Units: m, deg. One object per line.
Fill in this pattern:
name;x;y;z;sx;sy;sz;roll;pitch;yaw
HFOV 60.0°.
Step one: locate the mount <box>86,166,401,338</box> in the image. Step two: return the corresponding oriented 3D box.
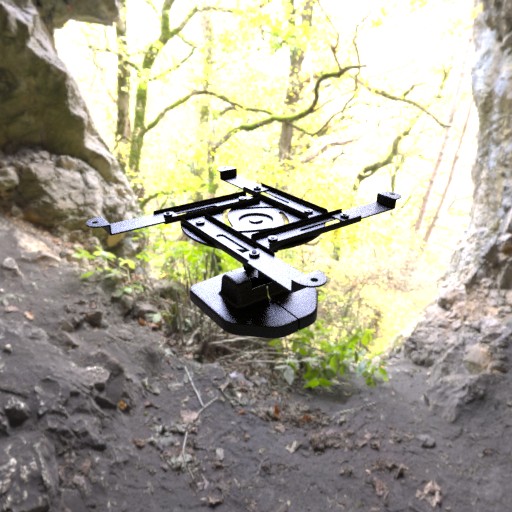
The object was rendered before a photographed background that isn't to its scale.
mount;0.000;0.000;0.607;0.394;0.141;0.394;-18;31;-32
